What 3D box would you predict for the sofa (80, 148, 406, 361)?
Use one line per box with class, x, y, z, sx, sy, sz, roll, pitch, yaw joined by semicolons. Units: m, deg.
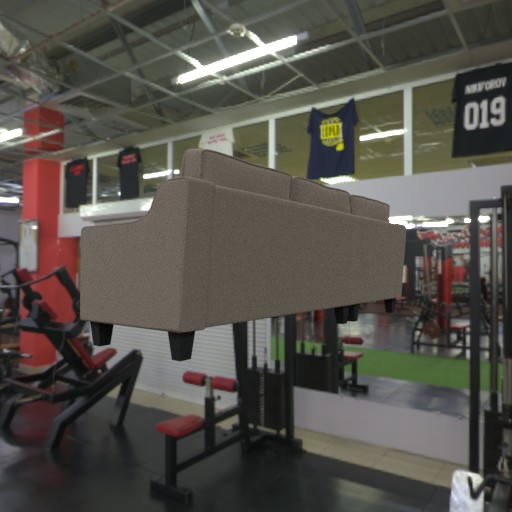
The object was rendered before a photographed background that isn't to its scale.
sofa;0.000;0.000;3.134;1.294;0.928;2.561;-1;-2;37
